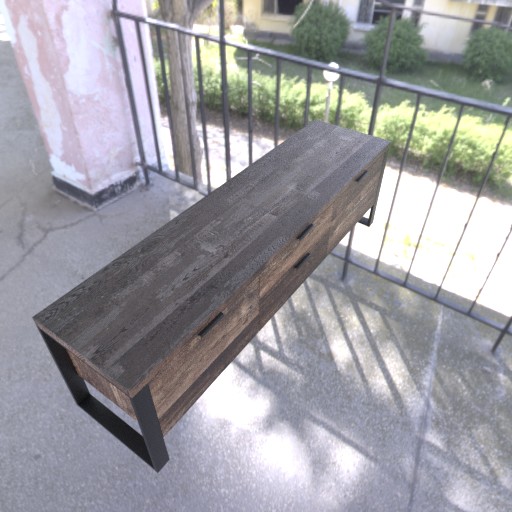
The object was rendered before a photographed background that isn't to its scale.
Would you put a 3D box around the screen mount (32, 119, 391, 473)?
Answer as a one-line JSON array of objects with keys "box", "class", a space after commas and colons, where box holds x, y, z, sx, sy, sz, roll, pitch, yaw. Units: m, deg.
[{"box": [0.000, 0.000, 1.723, 0.395, 0.450, 1.524, 25, 47, 26], "class": "screen mount"}]
